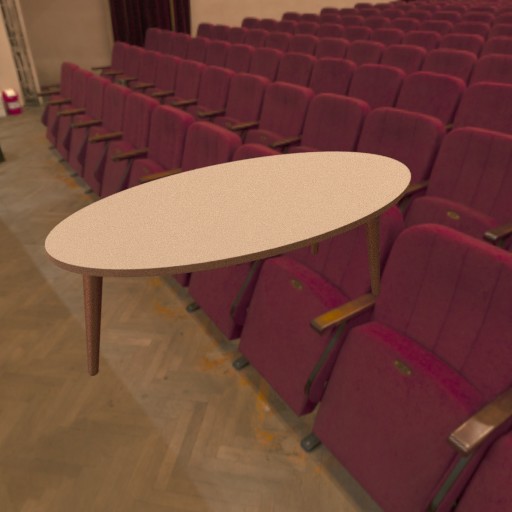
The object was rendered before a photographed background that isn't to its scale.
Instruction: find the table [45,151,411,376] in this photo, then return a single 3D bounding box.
[{"bbox_3d":[0.000,0.000,1.311,1.083,0.390,0.542,-19,36,-28],"label":"table"}]
